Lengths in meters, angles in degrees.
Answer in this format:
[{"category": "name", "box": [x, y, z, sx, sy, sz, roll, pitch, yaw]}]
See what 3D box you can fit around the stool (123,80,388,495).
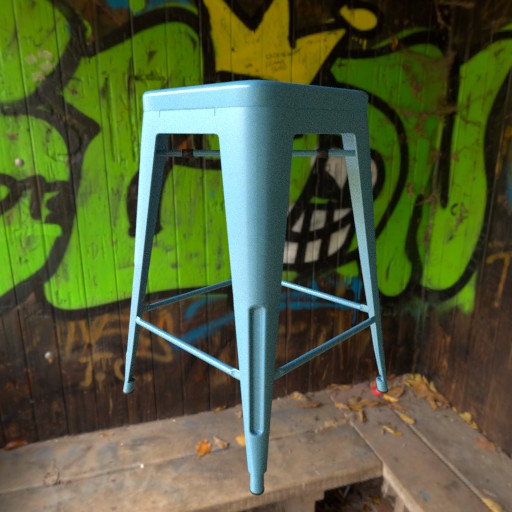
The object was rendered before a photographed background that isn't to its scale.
[{"category": "stool", "box": [0.000, 0.000, 0.872, 0.410, 0.608, 0.410, 15, 22, 42]}]
